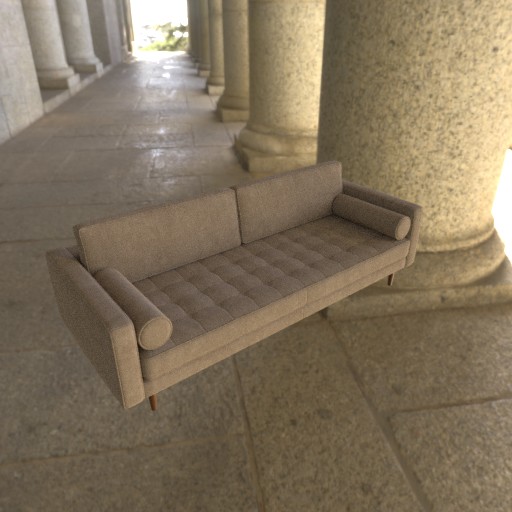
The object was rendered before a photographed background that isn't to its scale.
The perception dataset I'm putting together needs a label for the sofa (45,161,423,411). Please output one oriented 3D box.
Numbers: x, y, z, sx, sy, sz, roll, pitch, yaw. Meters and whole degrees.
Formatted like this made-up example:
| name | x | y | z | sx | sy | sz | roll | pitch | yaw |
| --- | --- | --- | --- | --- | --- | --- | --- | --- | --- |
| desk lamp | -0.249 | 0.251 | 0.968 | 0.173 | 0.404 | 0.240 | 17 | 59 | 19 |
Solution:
| name | x | y | z | sx | sy | sz | roll | pitch | yaw |
| --- | --- | --- | --- | --- | --- | --- | --- | --- | --- |
| sofa | 0.000 | 0.000 | 2.740 | 2.200 | 0.770 | 0.919 | -20 | 34 | -33 |
